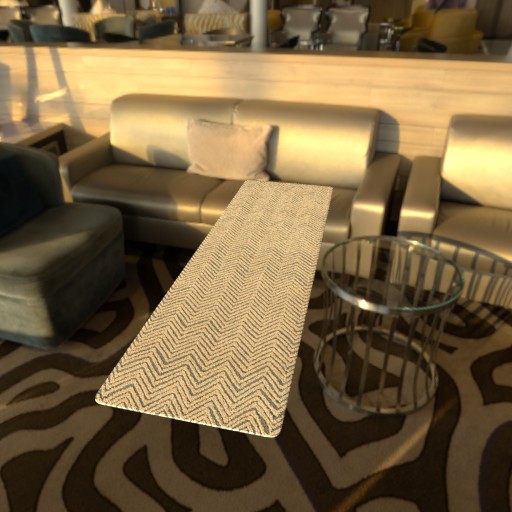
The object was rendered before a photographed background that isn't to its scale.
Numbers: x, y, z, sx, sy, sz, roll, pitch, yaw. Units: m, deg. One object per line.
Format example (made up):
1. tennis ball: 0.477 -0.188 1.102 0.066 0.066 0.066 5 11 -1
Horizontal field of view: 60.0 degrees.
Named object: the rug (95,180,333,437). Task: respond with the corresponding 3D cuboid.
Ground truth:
1. rug: 0.000 0.000 2.490 0.686 0.008 2.286 7 31 11
